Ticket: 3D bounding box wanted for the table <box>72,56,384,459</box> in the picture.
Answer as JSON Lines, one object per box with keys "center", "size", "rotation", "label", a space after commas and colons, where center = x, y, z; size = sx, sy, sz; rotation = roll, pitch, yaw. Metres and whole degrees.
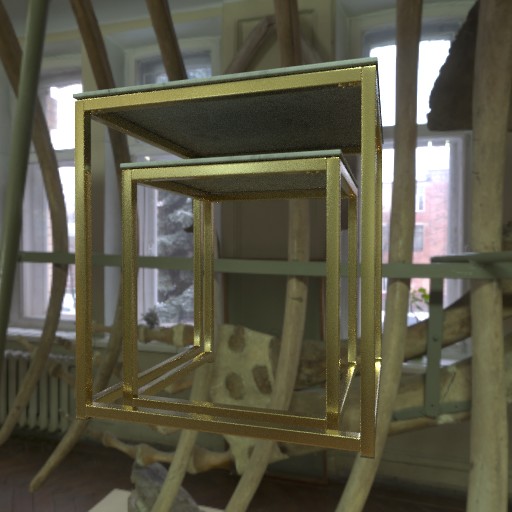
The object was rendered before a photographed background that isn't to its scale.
{"center": [0.000, 0.000, 0.829], "size": [0.450, 0.500, 0.450], "rotation": [0, 1, 17], "label": "table"}
